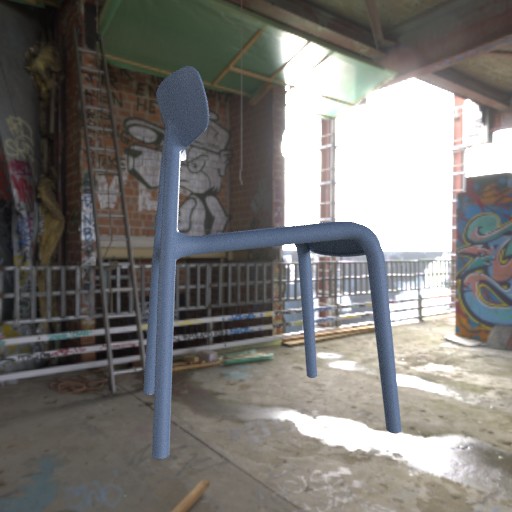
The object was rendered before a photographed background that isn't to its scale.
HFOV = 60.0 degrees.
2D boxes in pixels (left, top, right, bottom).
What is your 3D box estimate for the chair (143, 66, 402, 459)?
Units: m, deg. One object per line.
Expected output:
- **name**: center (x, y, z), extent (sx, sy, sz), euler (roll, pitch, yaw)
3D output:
- **chair**: center (0.000, 0.000, 0.835), extent (0.401, 0.580, 0.356), euler (0, 1, -17)
